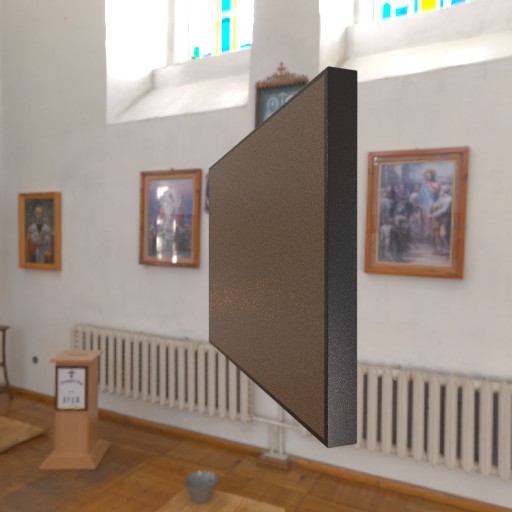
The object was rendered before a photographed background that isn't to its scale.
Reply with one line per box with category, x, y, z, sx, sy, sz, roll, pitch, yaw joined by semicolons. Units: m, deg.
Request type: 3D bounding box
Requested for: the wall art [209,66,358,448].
wall art;0.000;0.000;1.196;0.058;0.640;0.939;0;0;-18
